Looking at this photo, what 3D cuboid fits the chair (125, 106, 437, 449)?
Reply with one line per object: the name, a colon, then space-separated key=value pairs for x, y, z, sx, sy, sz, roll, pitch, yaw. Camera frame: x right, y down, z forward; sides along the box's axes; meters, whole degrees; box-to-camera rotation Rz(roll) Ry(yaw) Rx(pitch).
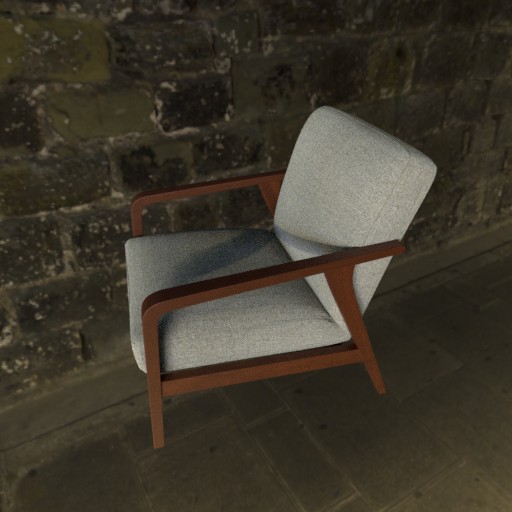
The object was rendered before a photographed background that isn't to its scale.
chair: x=0.000 y=0.000 z=1.495 sx=0.858 sy=0.847 sz=0.704 roll=-8 pitch=32 yaw=-14
